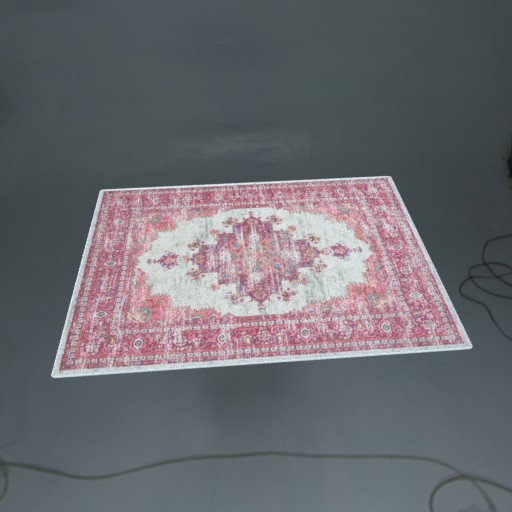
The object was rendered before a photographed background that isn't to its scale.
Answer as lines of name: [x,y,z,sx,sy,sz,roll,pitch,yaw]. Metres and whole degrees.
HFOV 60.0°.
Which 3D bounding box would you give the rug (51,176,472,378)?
rug: [0.000,0.000,2.246,1.747,0.011,1.217,-3,46,-3]
